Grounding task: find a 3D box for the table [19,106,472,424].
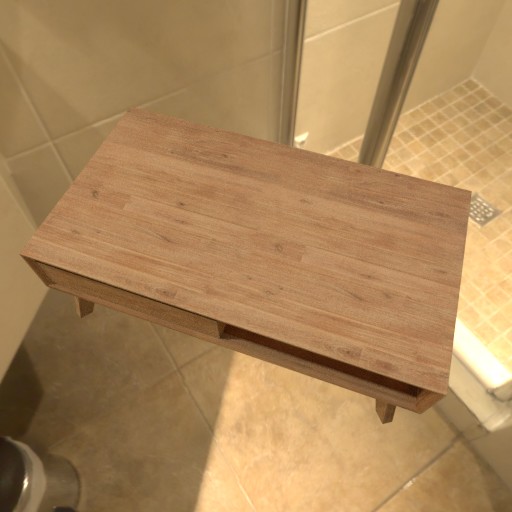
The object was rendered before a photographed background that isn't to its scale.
[{"bbox_3d":[0.000,0.000,2.017,1.619,0.531,0.918,17,59,10],"label":"table"}]
